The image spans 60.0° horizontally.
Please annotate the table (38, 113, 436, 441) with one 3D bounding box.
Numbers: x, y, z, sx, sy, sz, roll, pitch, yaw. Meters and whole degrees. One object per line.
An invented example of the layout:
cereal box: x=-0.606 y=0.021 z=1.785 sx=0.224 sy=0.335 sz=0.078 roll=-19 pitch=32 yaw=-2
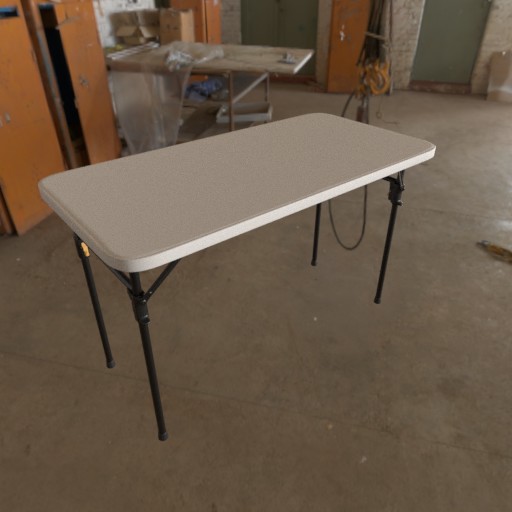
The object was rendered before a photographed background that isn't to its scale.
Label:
table: x=0.000 y=0.000 z=1.624 sx=1.219 sy=0.729 sz=0.610 roll=-24 pitch=39 yaw=-32
